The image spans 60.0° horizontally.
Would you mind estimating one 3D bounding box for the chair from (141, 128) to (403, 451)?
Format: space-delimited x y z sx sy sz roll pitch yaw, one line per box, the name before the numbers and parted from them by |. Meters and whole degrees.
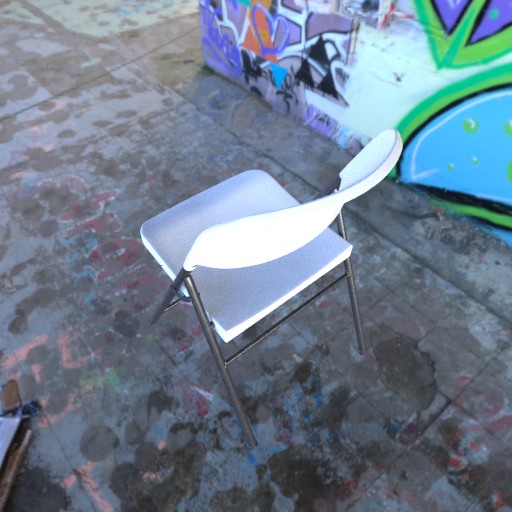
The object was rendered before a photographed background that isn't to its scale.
chair | 0.000 0.000 1.173 0.494 0.810 0.566 -32 55 -26
